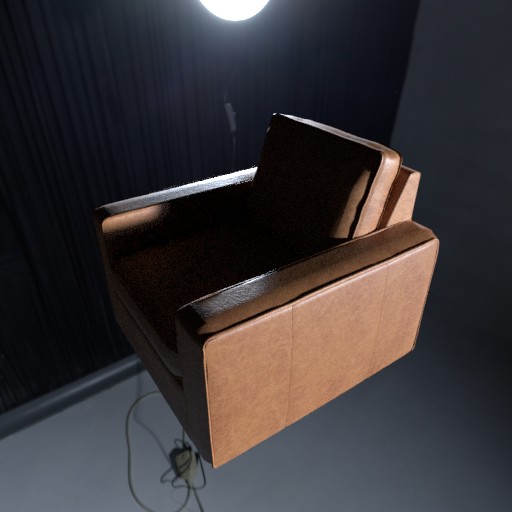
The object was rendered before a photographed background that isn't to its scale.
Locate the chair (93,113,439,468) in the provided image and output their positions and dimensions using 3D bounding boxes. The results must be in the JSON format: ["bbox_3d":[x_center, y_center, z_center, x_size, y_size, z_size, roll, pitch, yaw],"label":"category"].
[{"bbox_3d":[0.000,0.000,1.747,1.027,0.901,0.987,-22,38,-31],"label":"chair"}]
